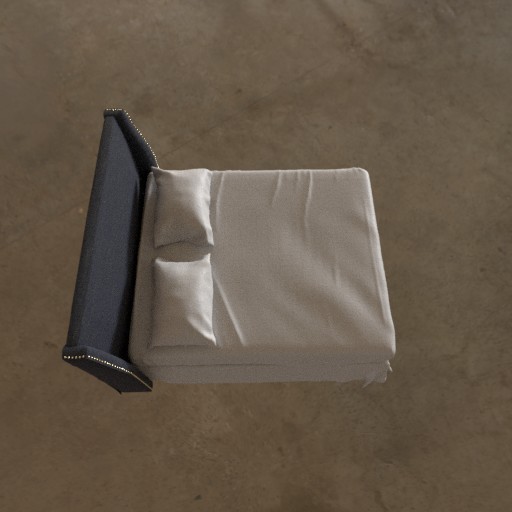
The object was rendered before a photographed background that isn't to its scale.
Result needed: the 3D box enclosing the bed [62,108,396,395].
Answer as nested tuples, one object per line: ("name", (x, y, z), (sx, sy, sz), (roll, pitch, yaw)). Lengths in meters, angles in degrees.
("bed", (0.000, 0.000, 3.520), (2.276, 1.332, 1.925), (-1, 64, 0))
